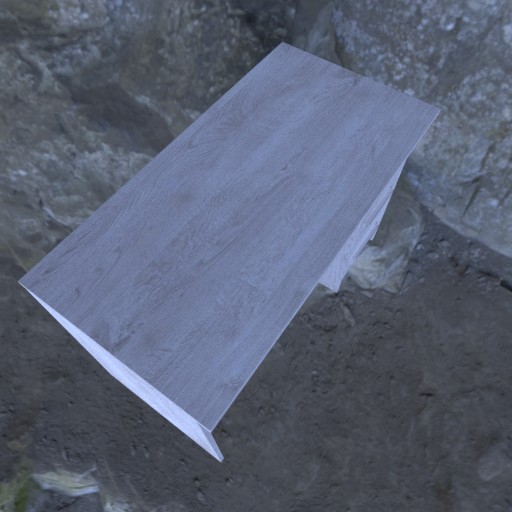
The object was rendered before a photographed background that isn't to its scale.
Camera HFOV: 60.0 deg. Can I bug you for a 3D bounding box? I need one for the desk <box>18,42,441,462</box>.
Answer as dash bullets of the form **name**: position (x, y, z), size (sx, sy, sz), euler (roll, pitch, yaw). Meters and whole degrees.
- **desk**: position (0.000, 0.000, 1.476), size (0.560, 0.735, 1.097), euler (31, 64, 17)
